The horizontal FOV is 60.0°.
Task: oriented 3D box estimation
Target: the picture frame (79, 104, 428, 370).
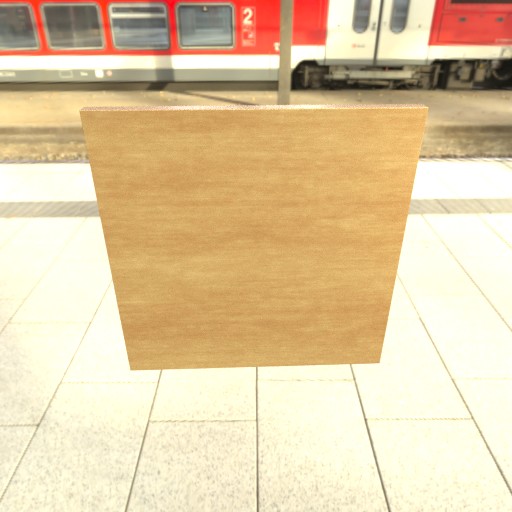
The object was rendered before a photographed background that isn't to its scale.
[{"bbox_3d":[0.000,0.000,1.169,0.758,0.761,0.037,-1,30,-2],"label":"picture frame"}]
